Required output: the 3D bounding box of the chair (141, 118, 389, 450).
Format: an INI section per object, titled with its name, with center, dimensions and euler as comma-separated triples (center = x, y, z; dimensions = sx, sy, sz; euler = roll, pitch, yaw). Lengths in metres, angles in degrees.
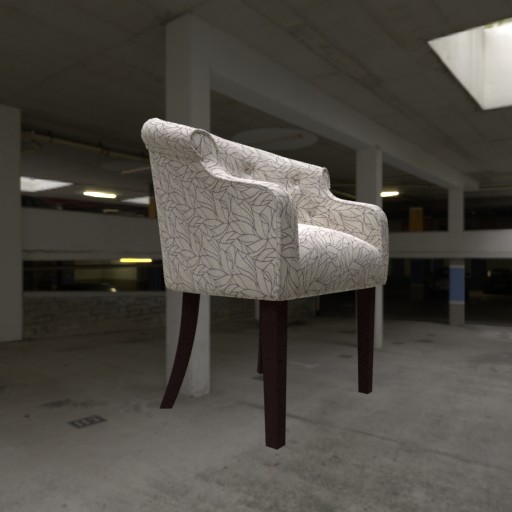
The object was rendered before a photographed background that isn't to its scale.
[chair]
center = 0.000, 0.000, 1.348
dimensions = 0.613, 0.858, 0.686
euler = 0, 1, 38
